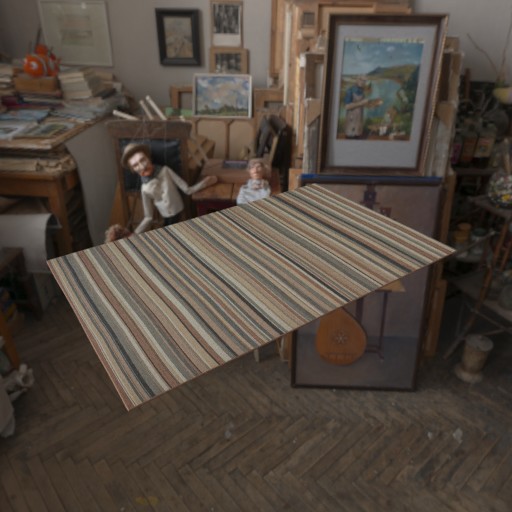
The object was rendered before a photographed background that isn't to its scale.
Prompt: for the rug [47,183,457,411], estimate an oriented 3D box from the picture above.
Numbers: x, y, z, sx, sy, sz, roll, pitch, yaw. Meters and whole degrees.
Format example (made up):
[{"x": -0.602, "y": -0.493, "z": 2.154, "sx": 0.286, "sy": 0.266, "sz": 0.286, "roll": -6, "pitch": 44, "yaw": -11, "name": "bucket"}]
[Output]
[{"x": 0.000, "y": 0.000, "z": 3.092, "sx": 2.438, "sy": 0.014, "sz": 1.523, "roll": -20, "pitch": 37, "yaw": -29, "name": "rug"}]
